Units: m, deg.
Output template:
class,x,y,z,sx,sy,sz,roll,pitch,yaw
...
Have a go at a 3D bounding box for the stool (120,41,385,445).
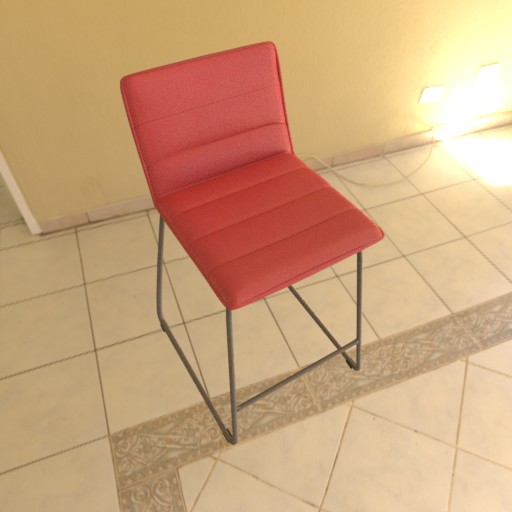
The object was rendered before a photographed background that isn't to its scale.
class,x,y,z,sx,sy,sz,roll,pitch,yaw
stool,0.000,0.000,1.159,0.489,0.866,0.524,-24,51,-20
